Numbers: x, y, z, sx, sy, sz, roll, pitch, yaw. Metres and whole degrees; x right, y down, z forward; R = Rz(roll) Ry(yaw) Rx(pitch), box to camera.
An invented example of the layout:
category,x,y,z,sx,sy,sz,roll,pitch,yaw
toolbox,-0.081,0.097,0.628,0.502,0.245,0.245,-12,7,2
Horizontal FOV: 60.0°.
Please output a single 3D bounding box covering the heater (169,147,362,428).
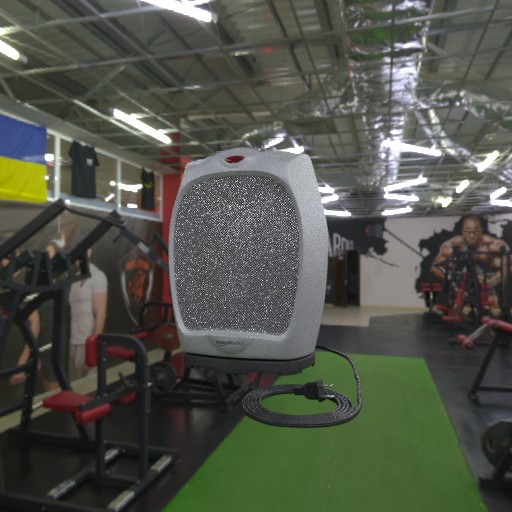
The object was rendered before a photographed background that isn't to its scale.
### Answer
category,x,y,z,sx,sy,sz,roll,pitch,yaw
heater,0.000,0.000,0.481,0.239,0.255,0.291,0,0,18
